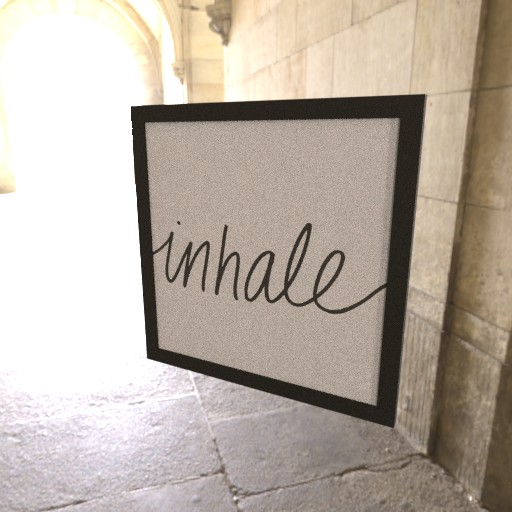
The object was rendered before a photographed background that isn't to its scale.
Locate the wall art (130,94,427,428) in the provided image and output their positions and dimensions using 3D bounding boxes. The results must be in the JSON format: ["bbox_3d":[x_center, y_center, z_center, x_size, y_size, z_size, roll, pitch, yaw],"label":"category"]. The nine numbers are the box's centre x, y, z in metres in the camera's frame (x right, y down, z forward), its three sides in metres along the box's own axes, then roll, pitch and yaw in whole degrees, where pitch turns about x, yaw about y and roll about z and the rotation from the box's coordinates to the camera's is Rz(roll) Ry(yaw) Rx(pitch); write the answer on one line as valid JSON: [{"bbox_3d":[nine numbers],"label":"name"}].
[{"bbox_3d":[0.000,0.000,0.537,0.356,0.356,0.013,8,17,26],"label":"wall art"}]
